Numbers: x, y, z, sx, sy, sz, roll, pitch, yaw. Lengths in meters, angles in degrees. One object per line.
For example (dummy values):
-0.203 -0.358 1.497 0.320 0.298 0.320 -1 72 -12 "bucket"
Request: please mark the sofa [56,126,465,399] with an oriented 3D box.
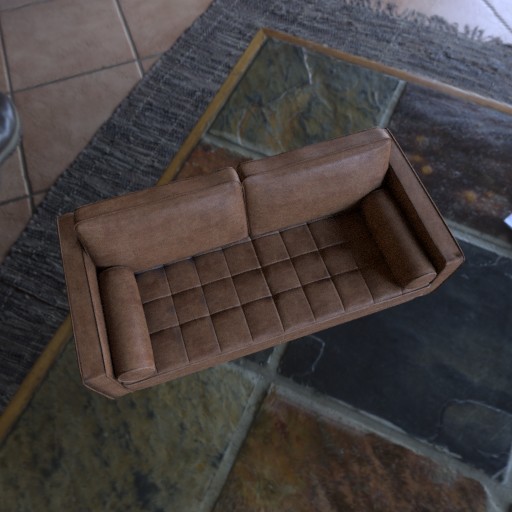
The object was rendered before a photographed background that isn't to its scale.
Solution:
0.000 0.000 2.418 1.920 0.825 0.924 -17 65 -8 "sofa"
